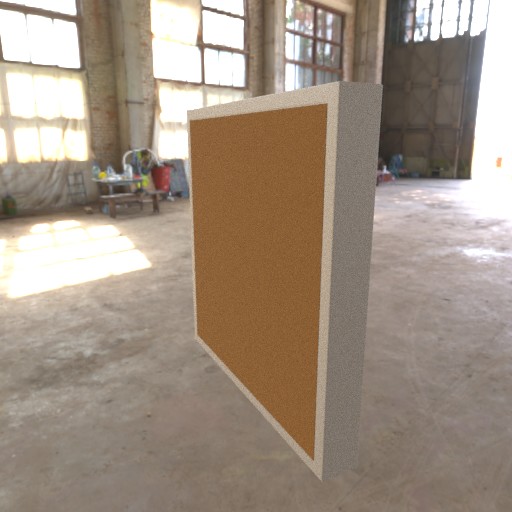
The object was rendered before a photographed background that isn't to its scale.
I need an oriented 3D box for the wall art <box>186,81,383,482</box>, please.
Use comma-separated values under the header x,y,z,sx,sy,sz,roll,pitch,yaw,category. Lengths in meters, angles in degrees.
x,y,z,sx,sy,sz,roll,pitch,yaw,category
0.000,0.000,0.461,0.037,0.305,0.305,-7,16,-26,wall art
